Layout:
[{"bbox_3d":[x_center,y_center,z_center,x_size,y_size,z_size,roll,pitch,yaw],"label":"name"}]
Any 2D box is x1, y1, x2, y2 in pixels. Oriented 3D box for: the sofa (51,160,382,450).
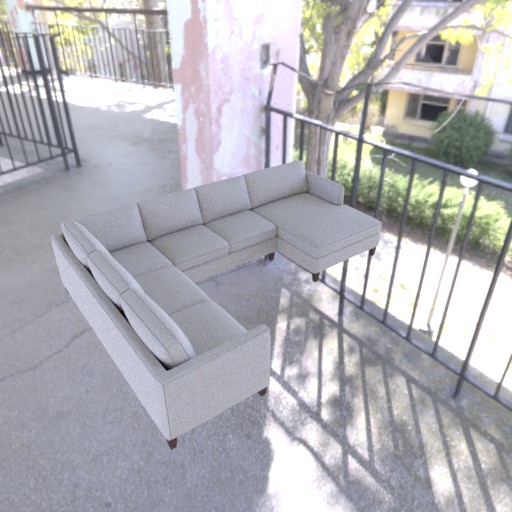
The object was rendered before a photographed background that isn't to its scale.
[{"bbox_3d":[0.000,0.000,4.638,3.403,0.889,2.551,-21,37,-31],"label":"sofa"}]
